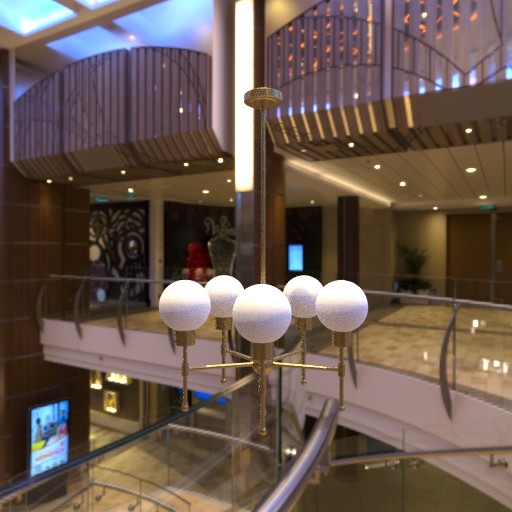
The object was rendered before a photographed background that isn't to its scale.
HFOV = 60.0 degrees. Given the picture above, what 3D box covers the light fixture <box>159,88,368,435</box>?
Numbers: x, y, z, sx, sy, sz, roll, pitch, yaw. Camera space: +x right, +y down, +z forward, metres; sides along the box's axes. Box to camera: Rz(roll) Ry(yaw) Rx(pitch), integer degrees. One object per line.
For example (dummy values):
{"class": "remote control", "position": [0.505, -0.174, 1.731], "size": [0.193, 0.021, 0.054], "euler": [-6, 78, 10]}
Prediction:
{"class": "light fixture", "position": [0.000, 0.000, 1.829], "size": [0.785, 1.331, 0.815], "euler": [0, 0, -17]}
